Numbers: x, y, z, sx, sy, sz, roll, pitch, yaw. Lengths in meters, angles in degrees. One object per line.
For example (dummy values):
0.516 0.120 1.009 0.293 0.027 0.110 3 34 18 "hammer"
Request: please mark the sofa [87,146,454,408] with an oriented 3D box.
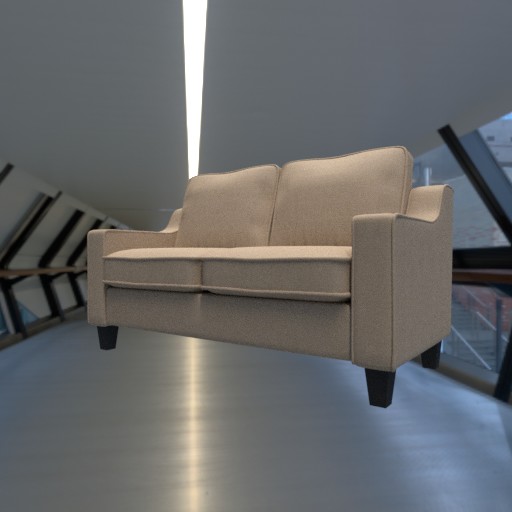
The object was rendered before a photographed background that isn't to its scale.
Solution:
0.000 0.000 3.423 2.587 1.562 1.351 0 0 36 "sofa"
